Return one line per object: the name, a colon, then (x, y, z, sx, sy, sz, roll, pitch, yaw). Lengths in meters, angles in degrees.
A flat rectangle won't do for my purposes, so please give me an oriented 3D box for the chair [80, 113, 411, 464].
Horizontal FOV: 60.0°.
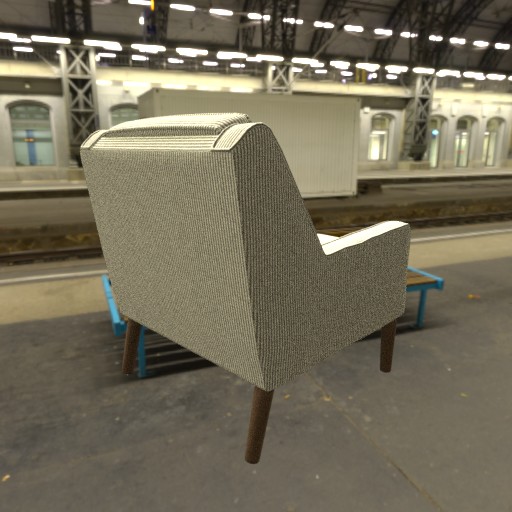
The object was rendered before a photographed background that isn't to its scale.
chair: (0.000, 0.000, 1.339, 0.743, 0.792, 0.663, -14, 20, -43)
